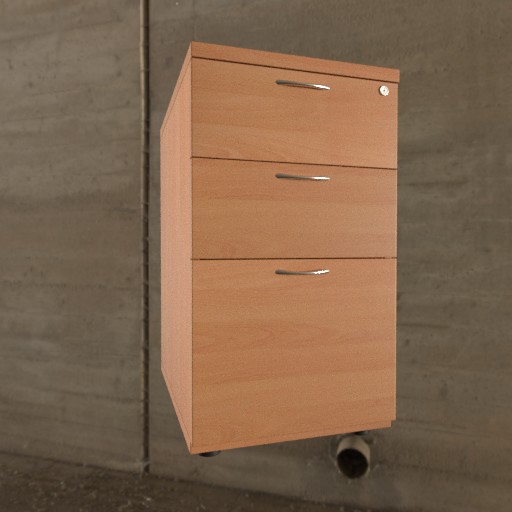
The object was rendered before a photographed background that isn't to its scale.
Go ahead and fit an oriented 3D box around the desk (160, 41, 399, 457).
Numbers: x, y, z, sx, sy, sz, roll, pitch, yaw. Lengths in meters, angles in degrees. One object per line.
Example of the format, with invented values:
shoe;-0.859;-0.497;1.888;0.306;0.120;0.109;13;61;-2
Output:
desk;0.000;0.000;1.081;0.404;0.730;0.600;0;1;-17
